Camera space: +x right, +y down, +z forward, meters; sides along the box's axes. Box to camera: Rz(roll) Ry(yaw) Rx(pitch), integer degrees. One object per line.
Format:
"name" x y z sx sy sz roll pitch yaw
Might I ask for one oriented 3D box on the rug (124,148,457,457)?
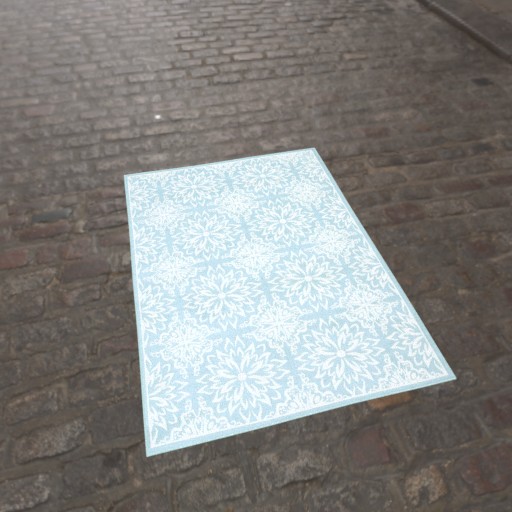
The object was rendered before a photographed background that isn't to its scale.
"rug" 0.000 0.000 2.889 1.589 0.014 2.205 -10 47 -10
